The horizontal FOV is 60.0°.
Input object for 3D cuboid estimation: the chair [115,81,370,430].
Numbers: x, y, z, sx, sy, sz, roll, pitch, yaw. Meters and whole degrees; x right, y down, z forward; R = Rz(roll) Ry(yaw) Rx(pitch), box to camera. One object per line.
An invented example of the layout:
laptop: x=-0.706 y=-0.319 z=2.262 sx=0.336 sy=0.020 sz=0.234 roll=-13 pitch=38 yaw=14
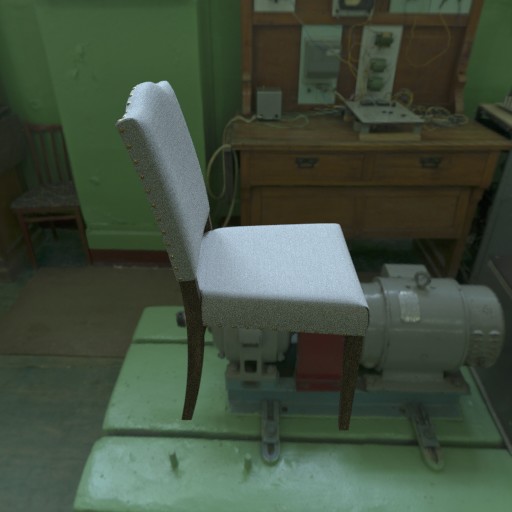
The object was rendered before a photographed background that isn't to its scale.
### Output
chair: x=0.000 y=0.000 z=1.376 sx=0.620 sy=1.020 sz=0.508 roll=0 pitch=32 yaw=0
